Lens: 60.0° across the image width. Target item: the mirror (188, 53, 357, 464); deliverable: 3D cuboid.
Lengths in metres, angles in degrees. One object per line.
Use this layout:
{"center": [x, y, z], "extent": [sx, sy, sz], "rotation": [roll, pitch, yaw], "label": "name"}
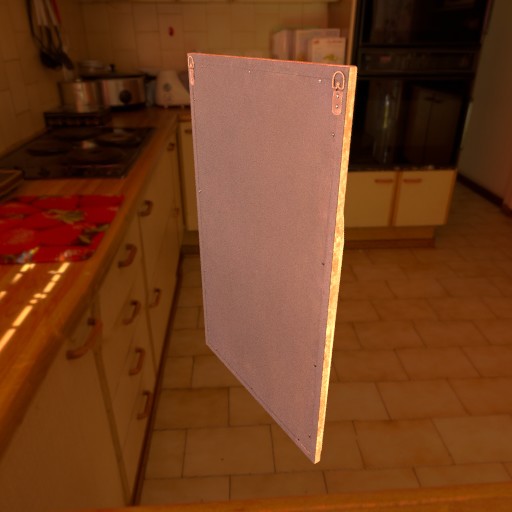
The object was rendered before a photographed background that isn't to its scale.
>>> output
{"center": [0.000, 0.000, 0.964], "extent": [0.058, 0.787, 0.495], "rotation": [-17, 31, -30], "label": "mirror"}
